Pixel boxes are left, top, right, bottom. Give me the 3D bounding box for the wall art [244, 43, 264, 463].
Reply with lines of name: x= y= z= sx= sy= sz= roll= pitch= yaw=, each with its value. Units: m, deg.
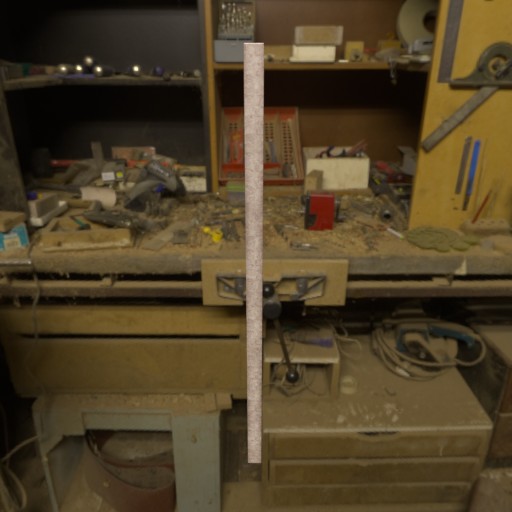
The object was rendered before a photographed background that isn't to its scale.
wall art: x=0.000 y=0.000 z=1.697 sx=0.051 sy=1.461 sz=0.648 roll=0 pitch=25 yaw=1
